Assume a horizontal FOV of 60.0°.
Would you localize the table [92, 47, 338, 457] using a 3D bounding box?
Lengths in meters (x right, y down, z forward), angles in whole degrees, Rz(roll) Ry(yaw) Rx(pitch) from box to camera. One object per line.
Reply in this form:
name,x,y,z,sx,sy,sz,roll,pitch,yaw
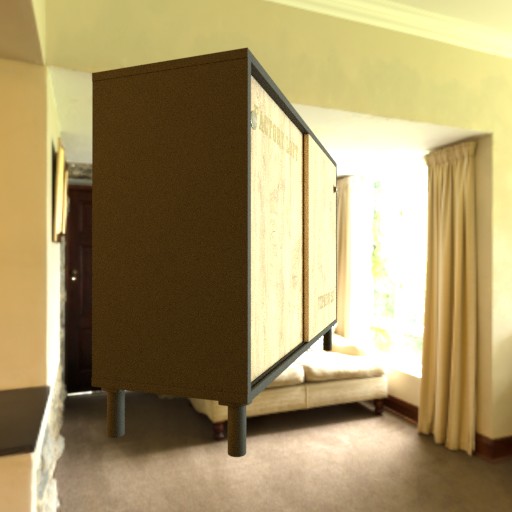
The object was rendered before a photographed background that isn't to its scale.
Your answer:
table,0.000,0.000,1.540,0.400,0.855,1.200,0,0,19
